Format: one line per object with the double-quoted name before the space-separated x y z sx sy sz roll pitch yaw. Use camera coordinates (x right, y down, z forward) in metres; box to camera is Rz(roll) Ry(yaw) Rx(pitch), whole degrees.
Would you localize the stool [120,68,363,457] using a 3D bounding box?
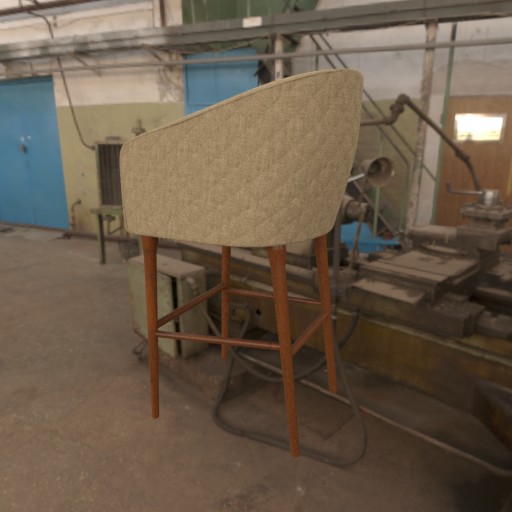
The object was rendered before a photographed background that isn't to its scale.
"stool" 0.000 0.000 1.429 0.607 1.078 0.559 8 17 26
